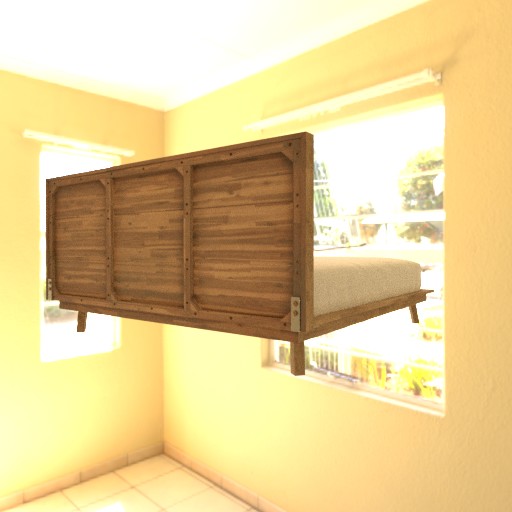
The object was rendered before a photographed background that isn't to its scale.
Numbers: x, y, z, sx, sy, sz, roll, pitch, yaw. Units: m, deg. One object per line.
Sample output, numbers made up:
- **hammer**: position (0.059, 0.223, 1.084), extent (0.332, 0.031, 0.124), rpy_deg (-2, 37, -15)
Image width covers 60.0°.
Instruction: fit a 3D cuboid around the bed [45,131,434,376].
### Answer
- **bed**: position (0.000, 0.000, 3.377), extent (2.116, 1.100, 2.167), rpy_deg (1, 1, 36)
